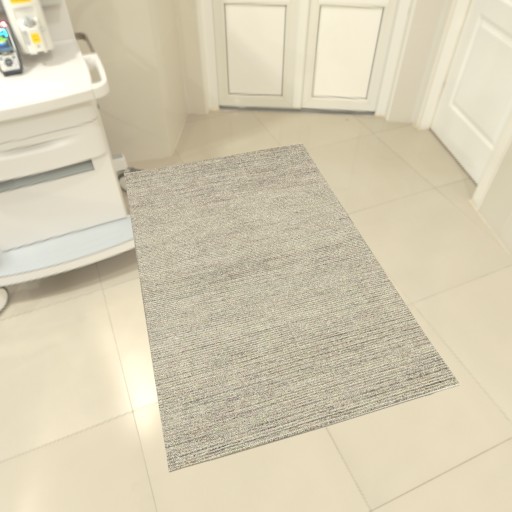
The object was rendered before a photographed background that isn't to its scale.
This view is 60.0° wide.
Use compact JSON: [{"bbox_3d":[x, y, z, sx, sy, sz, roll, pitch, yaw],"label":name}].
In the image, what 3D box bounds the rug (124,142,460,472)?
[{"bbox_3d":[0.000,0.000,2.233,1.162,0.022,1.804,-12,48,-11],"label":"rug"}]
